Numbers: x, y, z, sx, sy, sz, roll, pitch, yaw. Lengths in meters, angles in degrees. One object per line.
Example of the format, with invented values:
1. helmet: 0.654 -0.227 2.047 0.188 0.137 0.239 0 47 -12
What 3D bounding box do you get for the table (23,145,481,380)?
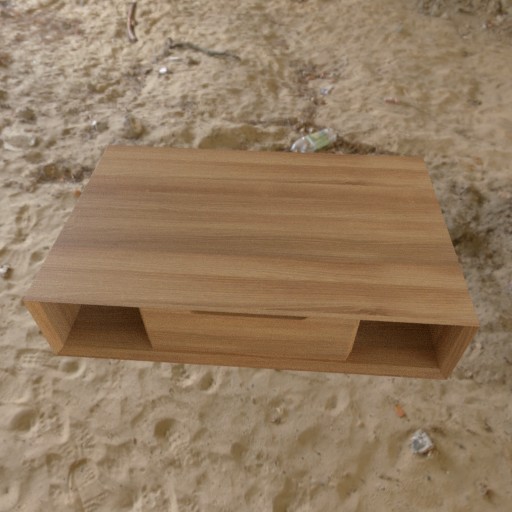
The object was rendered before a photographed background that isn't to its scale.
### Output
1. table: 0.000 0.000 1.422 1.100 0.330 0.700 3 46 3
